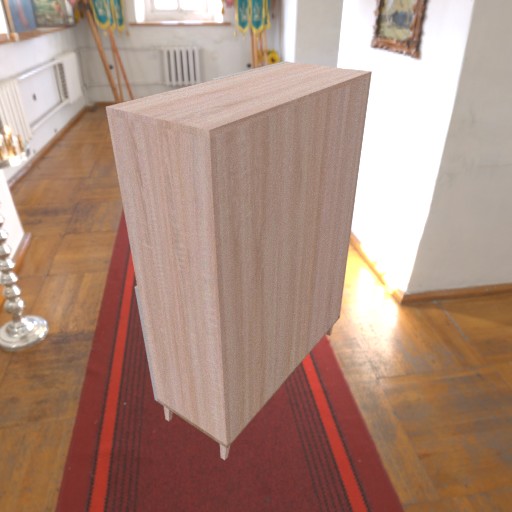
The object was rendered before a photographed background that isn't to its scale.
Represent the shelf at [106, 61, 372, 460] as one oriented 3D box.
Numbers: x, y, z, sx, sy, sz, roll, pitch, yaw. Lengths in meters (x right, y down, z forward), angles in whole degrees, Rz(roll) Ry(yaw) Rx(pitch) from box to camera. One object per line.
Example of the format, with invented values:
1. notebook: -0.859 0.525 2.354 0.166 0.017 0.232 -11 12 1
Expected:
1. shelf: 0.000 0.000 1.918 0.434 1.405 0.995 21 38 30
